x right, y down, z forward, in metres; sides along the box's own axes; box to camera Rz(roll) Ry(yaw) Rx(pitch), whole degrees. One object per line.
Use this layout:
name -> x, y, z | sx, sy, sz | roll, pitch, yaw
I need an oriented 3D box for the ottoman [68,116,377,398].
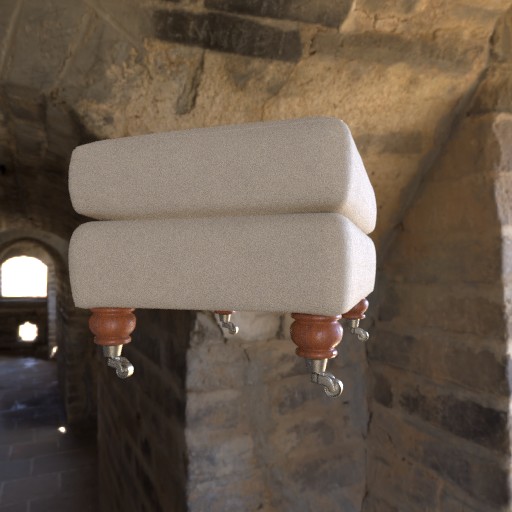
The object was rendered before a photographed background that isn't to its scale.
ottoman -> 0.000, 0.000, 1.141 | 0.569, 0.504, 0.773 | 0, -1, 18
